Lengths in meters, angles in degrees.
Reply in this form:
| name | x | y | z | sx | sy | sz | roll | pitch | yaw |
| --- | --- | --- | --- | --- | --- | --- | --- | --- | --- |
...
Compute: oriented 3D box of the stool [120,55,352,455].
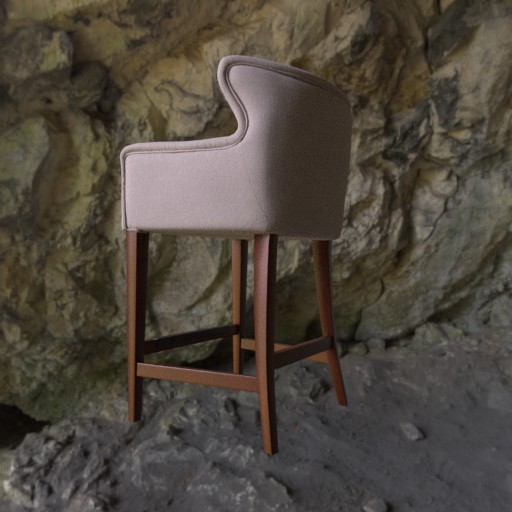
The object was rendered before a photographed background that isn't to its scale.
| name | x | y | z | sx | sy | sz | roll | pitch | yaw |
| --- | --- | --- | --- | --- | --- | --- | --- | --- | --- |
| stool | 0.000 | 0.000 | 1.353 | 0.570 | 0.951 | 0.601 | -1 | -1 | 34 |
